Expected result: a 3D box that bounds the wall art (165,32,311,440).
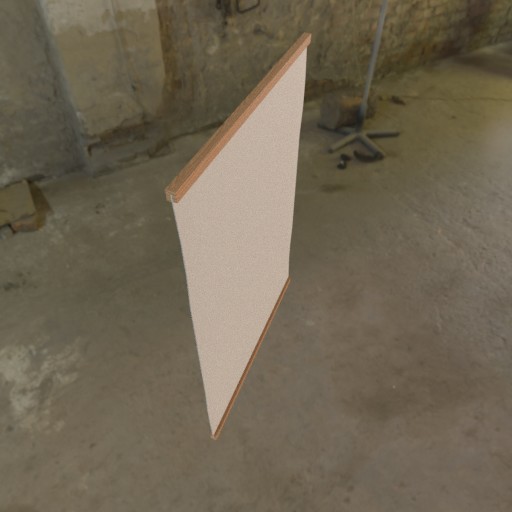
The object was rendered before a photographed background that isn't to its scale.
[{"bbox_3d":[0.000,0.000,1.320,0.020,1.016,0.739,16,48,15],"label":"wall art"}]
